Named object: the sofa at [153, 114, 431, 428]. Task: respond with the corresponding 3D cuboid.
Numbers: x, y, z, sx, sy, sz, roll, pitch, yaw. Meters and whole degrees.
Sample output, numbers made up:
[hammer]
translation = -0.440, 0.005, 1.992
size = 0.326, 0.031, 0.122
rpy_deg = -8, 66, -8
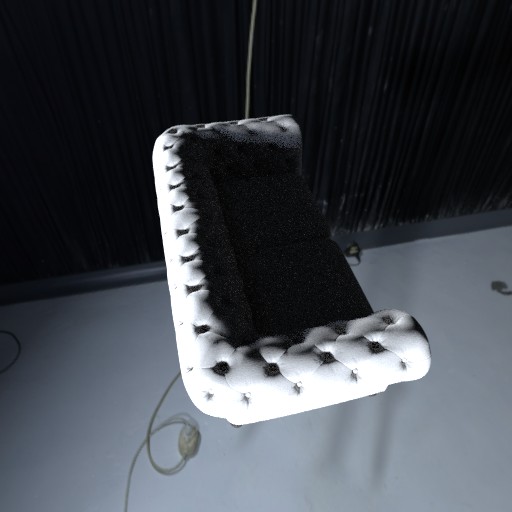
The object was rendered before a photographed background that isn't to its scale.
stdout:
[sofa]
translation = 0.000, 0.000, 2.528
size = 0.986, 0.764, 1.998
rpy_deg = -10, 47, -9
